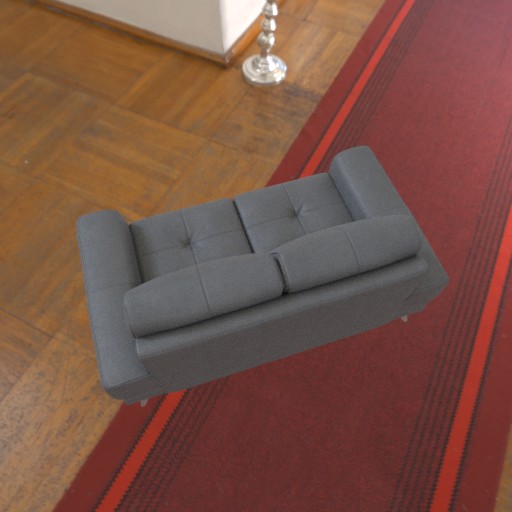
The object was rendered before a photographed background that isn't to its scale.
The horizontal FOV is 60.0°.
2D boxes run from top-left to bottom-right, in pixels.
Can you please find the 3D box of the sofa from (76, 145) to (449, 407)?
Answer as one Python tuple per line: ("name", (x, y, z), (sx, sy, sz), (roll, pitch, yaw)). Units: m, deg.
("sofa", (0.000, 0.000, 2.414), (1.806, 0.907, 1.018), (-16, 60, -9))
